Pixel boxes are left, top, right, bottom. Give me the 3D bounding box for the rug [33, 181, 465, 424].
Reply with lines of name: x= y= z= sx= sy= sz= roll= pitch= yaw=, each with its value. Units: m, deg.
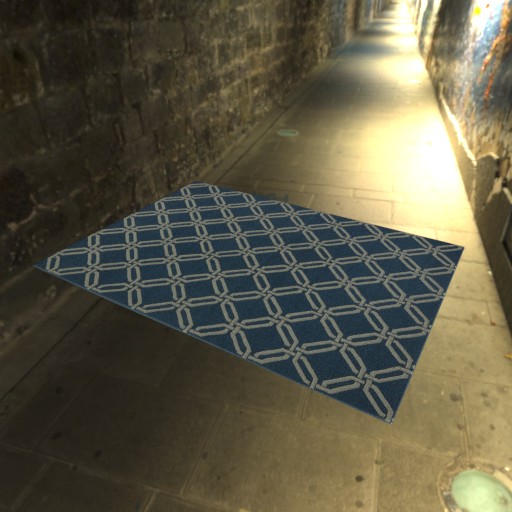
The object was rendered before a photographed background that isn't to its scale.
rug: x=0.000 y=0.000 z=4.226 sx=3.342 sy=0.018 sz=2.432 roll=18 pitch=35 yaw=26
